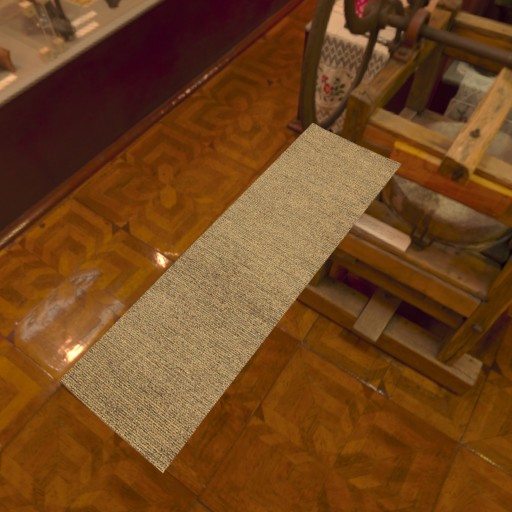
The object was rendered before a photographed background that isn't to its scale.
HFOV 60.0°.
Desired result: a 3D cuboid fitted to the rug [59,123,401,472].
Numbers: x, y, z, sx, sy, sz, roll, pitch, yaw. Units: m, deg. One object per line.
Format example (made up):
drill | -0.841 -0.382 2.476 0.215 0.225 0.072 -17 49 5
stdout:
rug | 0.000 0.000 2.576 0.697 0.013 2.335 32 63 19
